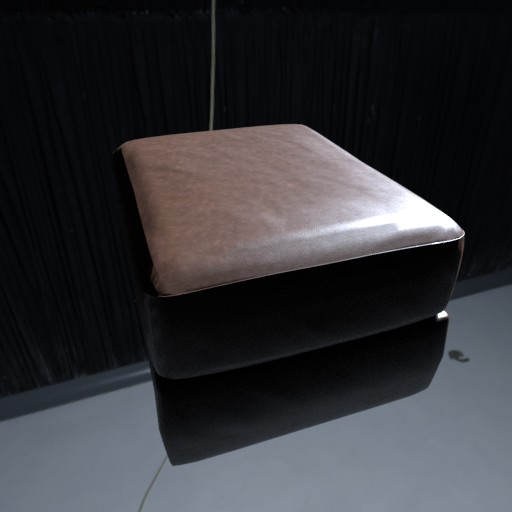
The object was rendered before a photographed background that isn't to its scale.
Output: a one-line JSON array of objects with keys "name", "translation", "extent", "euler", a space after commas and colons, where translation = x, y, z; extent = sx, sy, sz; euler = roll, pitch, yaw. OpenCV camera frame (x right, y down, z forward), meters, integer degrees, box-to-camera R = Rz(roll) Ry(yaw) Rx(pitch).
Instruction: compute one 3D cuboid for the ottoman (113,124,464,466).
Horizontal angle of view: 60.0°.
[{"name": "ottoman", "translation": [0.000, 0.000, 1.094], "extent": [0.603, 0.476, 0.751], "euler": [-10, 33, -16]}]
